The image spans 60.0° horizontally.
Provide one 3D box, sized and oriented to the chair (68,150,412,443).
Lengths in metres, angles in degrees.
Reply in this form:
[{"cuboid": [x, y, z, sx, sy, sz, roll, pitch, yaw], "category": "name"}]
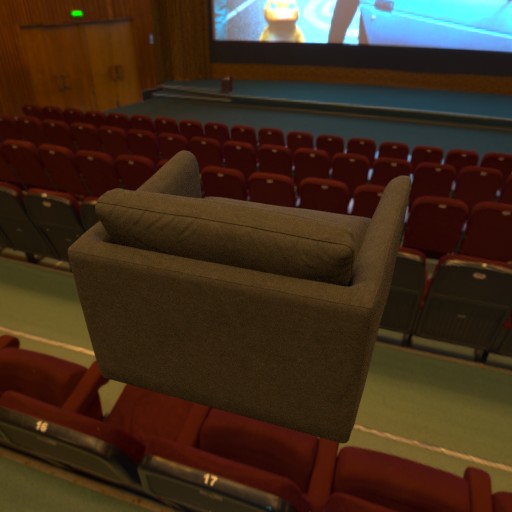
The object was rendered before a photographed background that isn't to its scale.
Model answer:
[{"cuboid": [0.000, 0.000, 1.933, 1.190, 0.845, 1.091, 10, 33, 15], "category": "chair"}]
